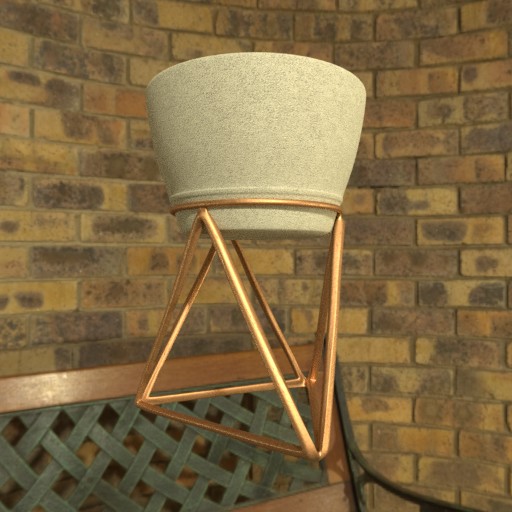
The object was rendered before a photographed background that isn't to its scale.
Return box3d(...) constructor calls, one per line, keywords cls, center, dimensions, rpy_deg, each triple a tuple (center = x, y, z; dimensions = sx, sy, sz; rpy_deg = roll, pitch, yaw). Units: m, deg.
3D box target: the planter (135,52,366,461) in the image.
box3d(cls="planter", center=(0.000, 0.000, 0.721), dimensions=(0.350, 0.504, 0.350), rpy_deg=(0, 0, 35))
